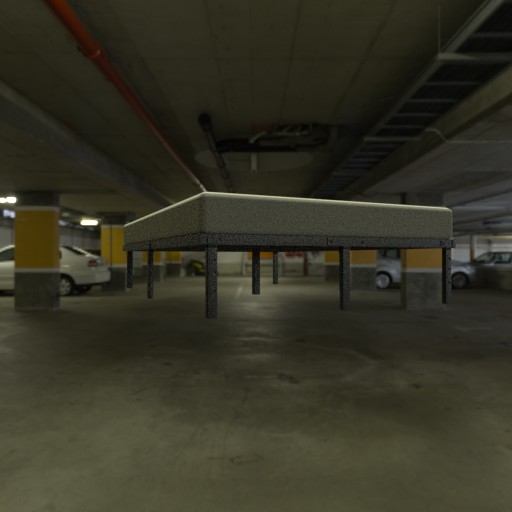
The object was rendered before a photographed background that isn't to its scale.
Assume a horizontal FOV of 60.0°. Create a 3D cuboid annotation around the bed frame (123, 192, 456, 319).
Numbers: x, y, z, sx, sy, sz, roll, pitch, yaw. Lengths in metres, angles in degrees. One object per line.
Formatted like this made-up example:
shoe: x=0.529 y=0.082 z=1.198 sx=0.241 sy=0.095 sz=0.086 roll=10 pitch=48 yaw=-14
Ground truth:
bed frame: x=0.000 y=0.000 z=3.922 sx=2.205 sy=0.680 sz=2.842 roll=0 pitch=0 yaw=-18
